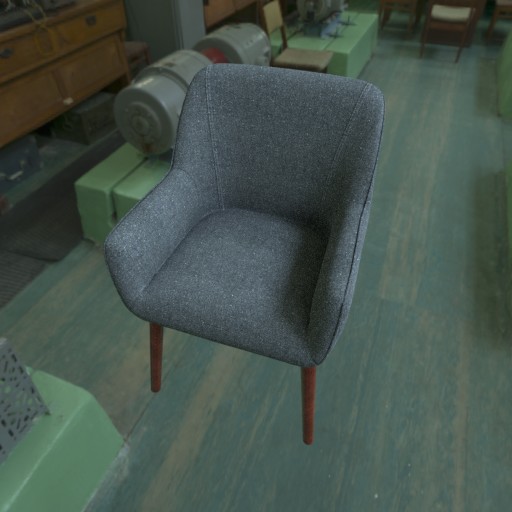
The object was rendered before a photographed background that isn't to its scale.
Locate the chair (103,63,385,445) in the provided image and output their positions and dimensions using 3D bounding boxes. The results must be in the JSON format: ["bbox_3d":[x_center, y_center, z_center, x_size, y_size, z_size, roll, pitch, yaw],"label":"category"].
[{"bbox_3d":[0.000,0.000,1.162,0.543,0.803,0.519,13,43,15],"label":"chair"}]
